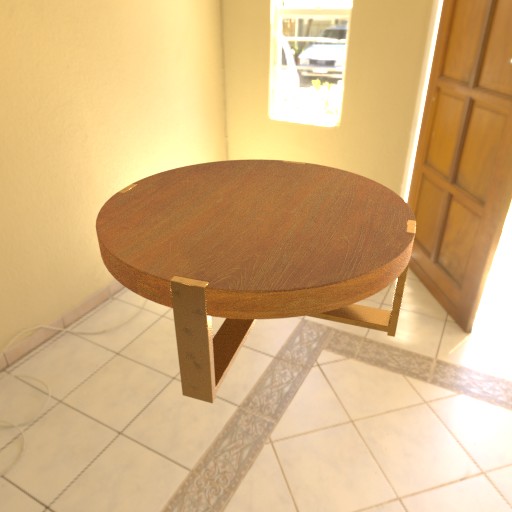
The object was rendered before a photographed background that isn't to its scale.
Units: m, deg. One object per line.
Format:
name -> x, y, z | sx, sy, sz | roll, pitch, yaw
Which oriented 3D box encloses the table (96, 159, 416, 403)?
table -> 0.000, 0.000, 1.703 | 1.100, 0.420, 1.100 | 0, 29, 0
